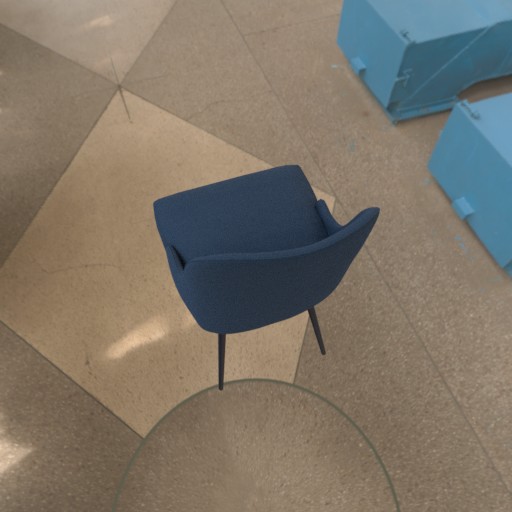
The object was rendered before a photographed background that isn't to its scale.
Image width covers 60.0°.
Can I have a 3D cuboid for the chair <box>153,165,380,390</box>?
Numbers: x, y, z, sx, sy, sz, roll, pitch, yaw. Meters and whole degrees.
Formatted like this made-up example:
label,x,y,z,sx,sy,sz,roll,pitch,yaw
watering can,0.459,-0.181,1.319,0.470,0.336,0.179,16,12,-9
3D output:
label,x,y,z,sx,sy,sz,roll,pitch,yaw
chair,0.000,0.000,1.229,0.478,0.896,0.559,-16,60,-10
